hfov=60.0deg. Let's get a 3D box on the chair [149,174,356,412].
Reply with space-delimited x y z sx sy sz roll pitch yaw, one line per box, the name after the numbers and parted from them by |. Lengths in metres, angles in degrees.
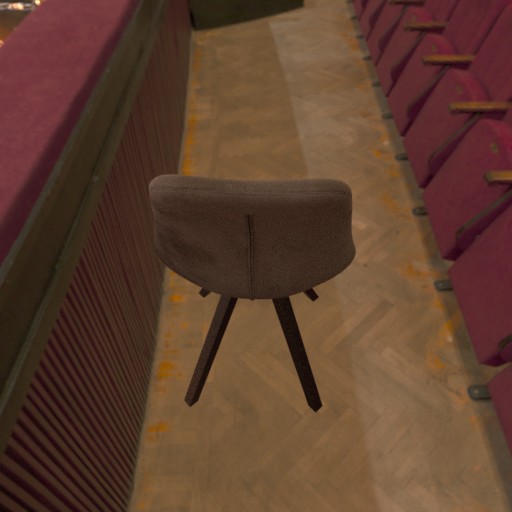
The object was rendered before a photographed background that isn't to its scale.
0.000 0.000 1.151 0.476 0.850 0.550 2 46 2 | chair
